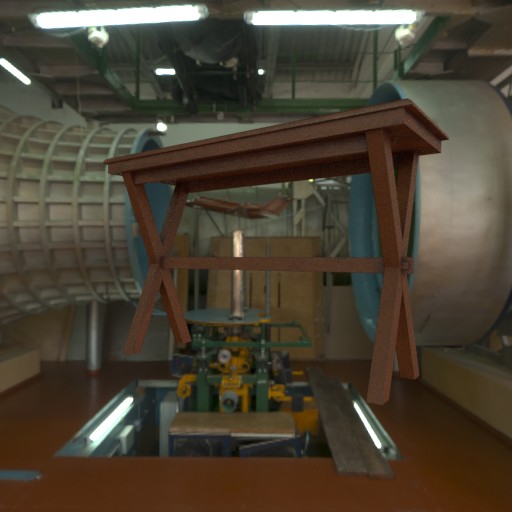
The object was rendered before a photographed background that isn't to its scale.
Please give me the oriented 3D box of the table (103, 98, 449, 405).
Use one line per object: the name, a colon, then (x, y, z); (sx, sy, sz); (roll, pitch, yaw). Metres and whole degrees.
table: (0.000, 0.000, 1.571); (1.197, 0.763, 0.399); (0, 0, 35)
